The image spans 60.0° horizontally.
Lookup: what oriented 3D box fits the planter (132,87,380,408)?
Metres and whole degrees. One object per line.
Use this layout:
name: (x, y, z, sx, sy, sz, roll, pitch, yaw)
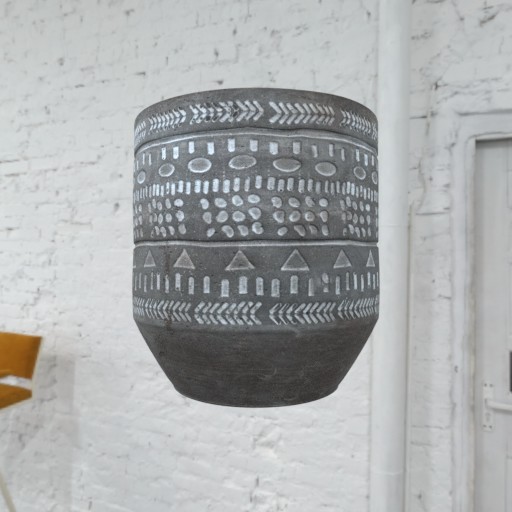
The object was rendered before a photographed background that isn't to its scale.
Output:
planter: (0.000, 0.000, 0.265, 0.142, 0.149, 0.142, 0, 0, 0)
